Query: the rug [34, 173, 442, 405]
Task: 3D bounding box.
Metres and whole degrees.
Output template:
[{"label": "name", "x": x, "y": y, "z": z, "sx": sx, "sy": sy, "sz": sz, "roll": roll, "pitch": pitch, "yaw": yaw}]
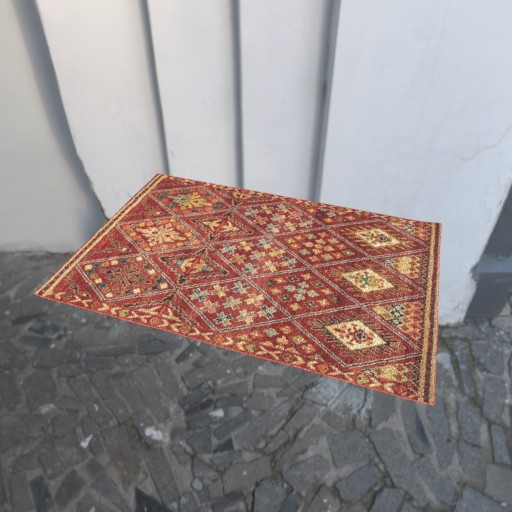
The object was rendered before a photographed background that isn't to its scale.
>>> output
[{"label": "rug", "x": 0.000, "y": 0.000, "z": 2.899, "sx": 2.286, "sy": 0.026, "sz": 1.521, "roll": 12, "pitch": 42, "yaw": 14}]
